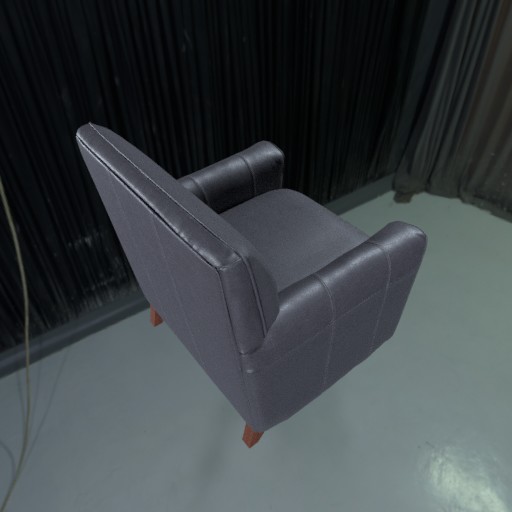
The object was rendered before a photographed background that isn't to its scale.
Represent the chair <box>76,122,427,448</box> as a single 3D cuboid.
[{"bbox_3d":[0.000,0.000,1.615,0.825,0.943,0.870,-27,48,-28],"label":"chair"}]
